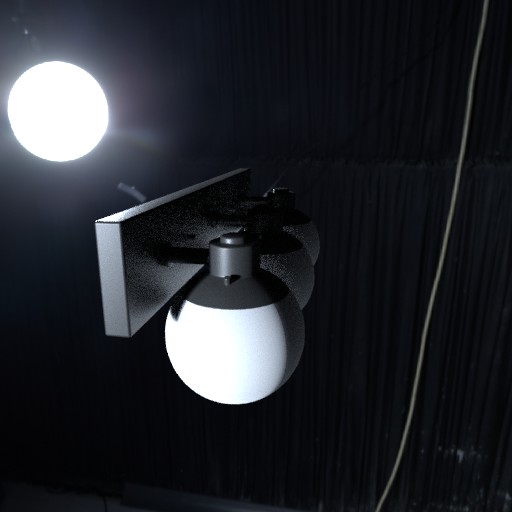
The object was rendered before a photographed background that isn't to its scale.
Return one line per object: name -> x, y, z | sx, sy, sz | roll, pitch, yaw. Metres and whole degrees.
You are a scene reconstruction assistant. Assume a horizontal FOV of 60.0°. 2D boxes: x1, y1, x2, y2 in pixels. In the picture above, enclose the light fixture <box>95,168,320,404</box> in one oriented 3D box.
light fixture -> 0.000, 0.000, 0.825 | 0.218, 0.263, 0.721 | 3, 16, 10
